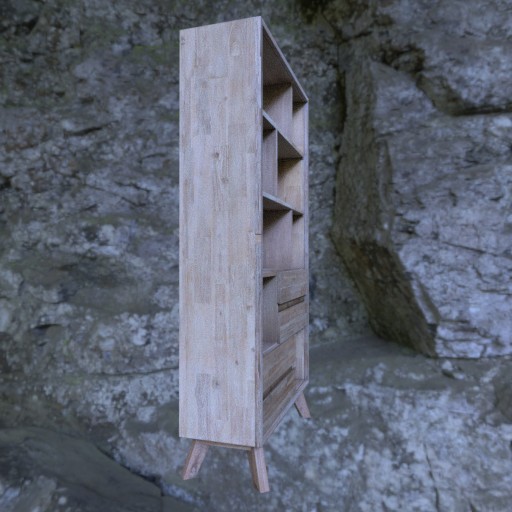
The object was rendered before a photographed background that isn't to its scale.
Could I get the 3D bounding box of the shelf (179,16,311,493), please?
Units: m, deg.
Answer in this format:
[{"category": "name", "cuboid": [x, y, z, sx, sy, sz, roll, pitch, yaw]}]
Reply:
[{"category": "shelf", "cuboid": [0.000, 0.000, 1.754, 0.308, 1.471, 0.748, 0, 0, 18]}]
